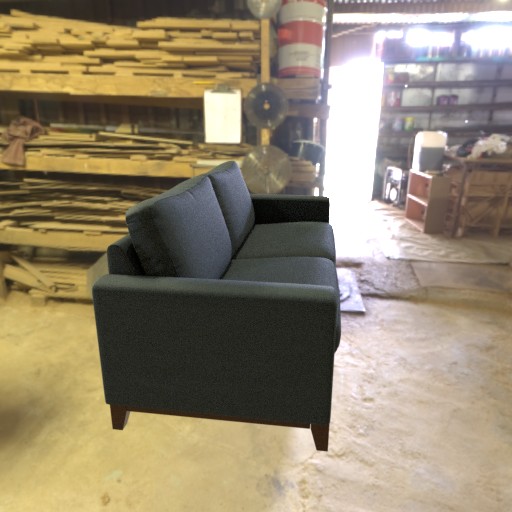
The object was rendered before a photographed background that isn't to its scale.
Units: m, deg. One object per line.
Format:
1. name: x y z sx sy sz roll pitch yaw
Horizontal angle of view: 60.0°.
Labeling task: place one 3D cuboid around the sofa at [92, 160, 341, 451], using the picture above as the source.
1. sofa: 0.000 0.000 2.407 0.877 0.865 1.900 3 18 8
